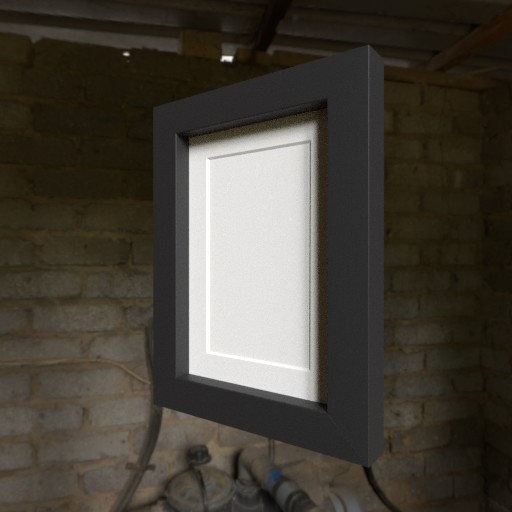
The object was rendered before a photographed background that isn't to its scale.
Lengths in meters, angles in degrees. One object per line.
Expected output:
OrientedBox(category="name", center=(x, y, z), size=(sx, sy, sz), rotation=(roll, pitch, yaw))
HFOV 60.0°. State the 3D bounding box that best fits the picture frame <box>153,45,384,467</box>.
OrientedBox(category="picture frame", center=(0.000, 0.000, 0.275), size=(0.157, 0.208, 0.028), rotation=(0, 0, 36))
